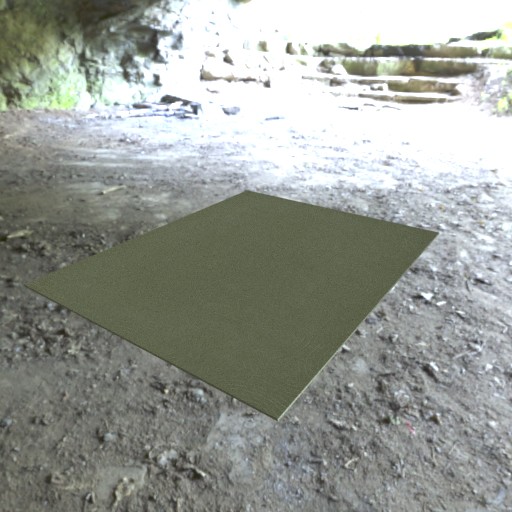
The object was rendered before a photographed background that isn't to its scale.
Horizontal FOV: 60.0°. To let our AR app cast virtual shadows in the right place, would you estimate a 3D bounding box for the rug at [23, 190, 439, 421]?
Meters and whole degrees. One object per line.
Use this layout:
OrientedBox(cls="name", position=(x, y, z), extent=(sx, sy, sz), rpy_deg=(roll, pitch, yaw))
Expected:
OrientedBox(cls="rug", position=(0.000, 0.000, 3.437), extent=(2.073, 0.011, 2.584), rpy_deg=(17, 31, 31))
